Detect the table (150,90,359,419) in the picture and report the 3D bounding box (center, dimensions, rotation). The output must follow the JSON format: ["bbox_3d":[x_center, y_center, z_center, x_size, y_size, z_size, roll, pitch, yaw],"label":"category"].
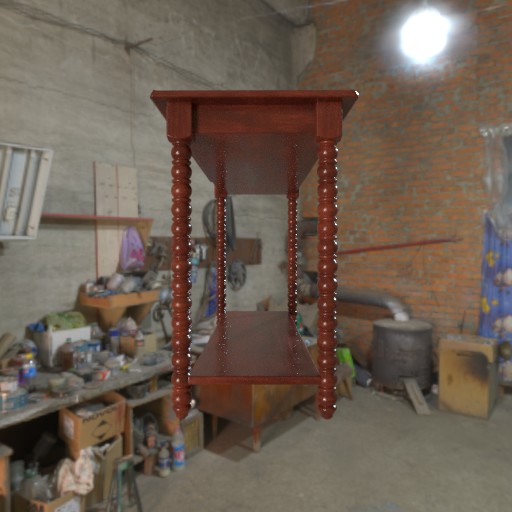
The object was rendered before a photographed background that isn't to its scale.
[{"bbox_3d":[0.000,0.000,1.558,0.459,0.740,1.184,0,1,0],"label":"table"}]
